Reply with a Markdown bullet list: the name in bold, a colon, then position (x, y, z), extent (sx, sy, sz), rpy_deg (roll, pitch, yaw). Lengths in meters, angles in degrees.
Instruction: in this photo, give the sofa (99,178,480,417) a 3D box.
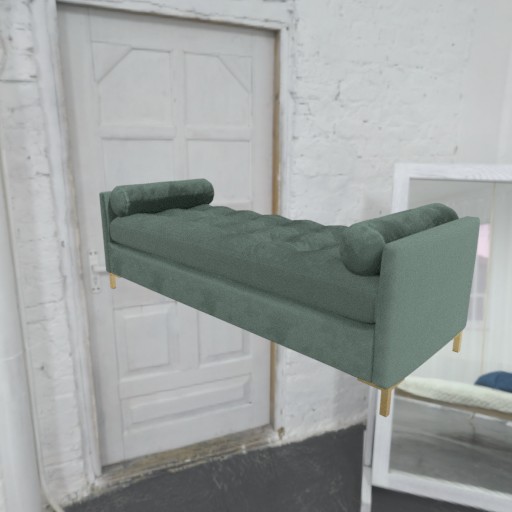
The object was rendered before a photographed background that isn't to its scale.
- **sofa**: position (0.000, 0.000, 2.493), extent (2.102, 0.705, 0.796), rpy_deg (14, 21, 42)
